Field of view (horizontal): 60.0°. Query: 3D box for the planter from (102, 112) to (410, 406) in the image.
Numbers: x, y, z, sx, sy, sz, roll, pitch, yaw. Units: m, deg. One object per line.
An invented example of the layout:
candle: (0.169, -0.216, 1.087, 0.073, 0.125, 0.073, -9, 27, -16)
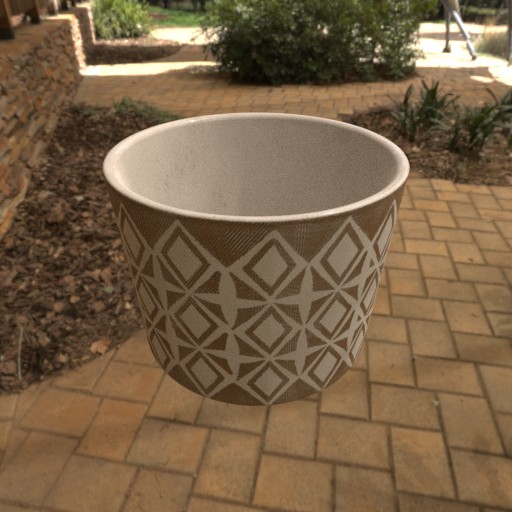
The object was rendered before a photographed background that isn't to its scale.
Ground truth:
planter: (0.000, 0.000, 0.450, 0.260, 0.220, 0.260, 0, 32, 0)
